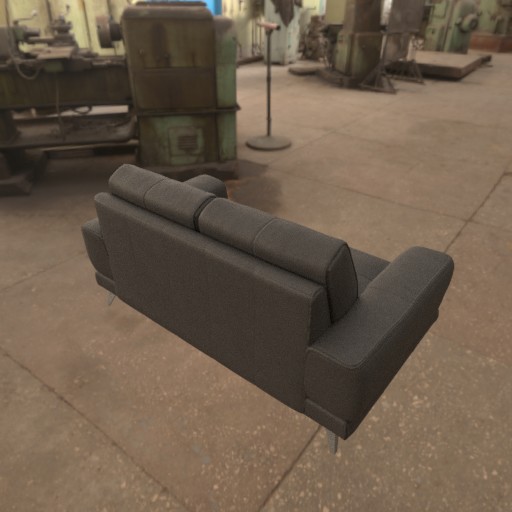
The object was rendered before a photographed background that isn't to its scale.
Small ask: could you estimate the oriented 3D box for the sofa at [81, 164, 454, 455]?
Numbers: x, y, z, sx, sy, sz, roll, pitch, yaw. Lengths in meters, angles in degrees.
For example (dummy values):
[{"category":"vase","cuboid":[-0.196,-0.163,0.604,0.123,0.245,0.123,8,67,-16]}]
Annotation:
[{"category":"sofa","cuboid":[0.000,0.000,2.398,1.806,0.907,1.018,23,39,33]}]
